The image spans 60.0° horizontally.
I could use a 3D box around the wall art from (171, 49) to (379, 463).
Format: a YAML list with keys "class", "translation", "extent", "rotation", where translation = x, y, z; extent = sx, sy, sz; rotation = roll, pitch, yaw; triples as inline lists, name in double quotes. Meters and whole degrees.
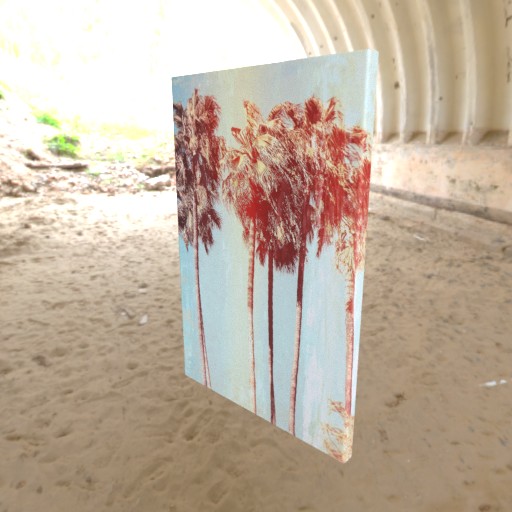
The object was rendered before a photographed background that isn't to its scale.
- class: "wall art"
  translation: [0.000, 0.000, 1.149]
  extent: [0.605, 0.915, 0.037]
  rotation: [14, 20, 41]
